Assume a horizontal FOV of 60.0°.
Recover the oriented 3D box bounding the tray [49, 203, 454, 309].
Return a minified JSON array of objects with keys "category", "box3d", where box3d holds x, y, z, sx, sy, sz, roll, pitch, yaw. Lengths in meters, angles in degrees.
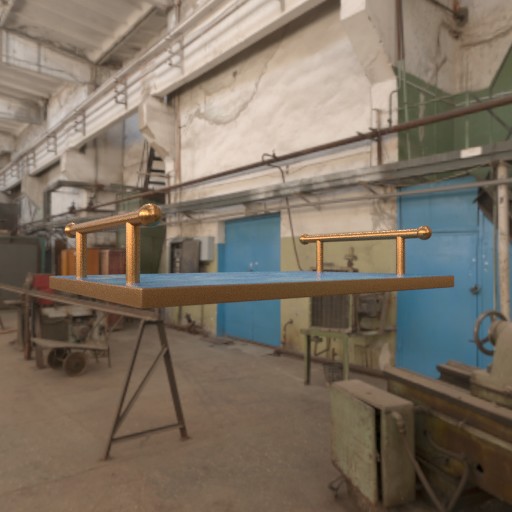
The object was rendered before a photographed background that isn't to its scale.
[{"category":"tray","box3d":[0.000,0.000,0.587,0.444,0.084,0.304,0,-1,-37]}]
